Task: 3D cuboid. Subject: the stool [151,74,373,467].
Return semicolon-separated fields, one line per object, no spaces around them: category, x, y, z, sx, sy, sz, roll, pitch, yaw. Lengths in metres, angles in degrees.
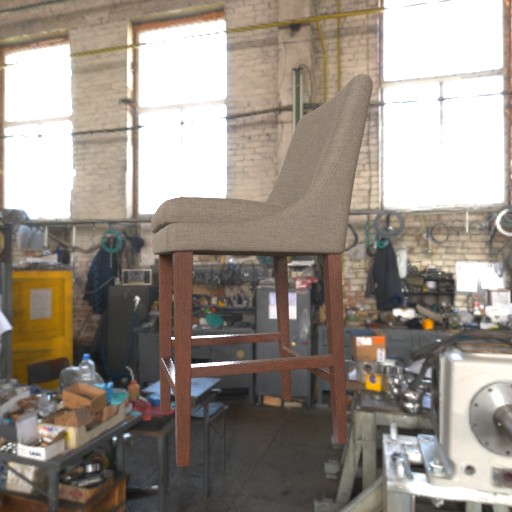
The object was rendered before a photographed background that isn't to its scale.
stool;0.000;0.000;1.302;0.577;0.981;0.470;0;-1;-17
